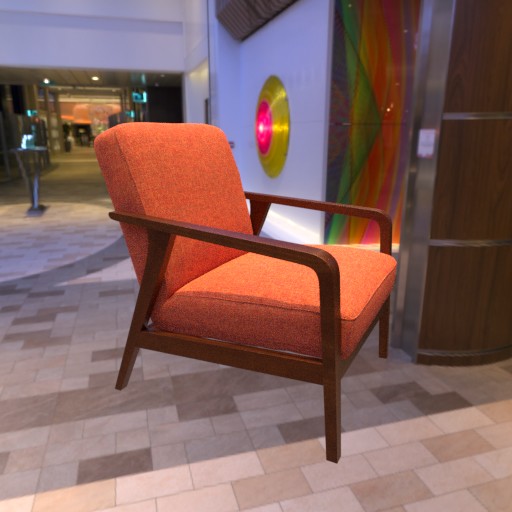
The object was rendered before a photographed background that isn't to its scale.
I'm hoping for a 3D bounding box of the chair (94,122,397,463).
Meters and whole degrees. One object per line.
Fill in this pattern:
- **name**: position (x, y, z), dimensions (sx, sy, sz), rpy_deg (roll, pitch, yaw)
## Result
- **chair**: position (0.000, 0.000, 1.533), dimensions (0.860, 0.890, 0.719), rpy_deg (8, 17, 26)
